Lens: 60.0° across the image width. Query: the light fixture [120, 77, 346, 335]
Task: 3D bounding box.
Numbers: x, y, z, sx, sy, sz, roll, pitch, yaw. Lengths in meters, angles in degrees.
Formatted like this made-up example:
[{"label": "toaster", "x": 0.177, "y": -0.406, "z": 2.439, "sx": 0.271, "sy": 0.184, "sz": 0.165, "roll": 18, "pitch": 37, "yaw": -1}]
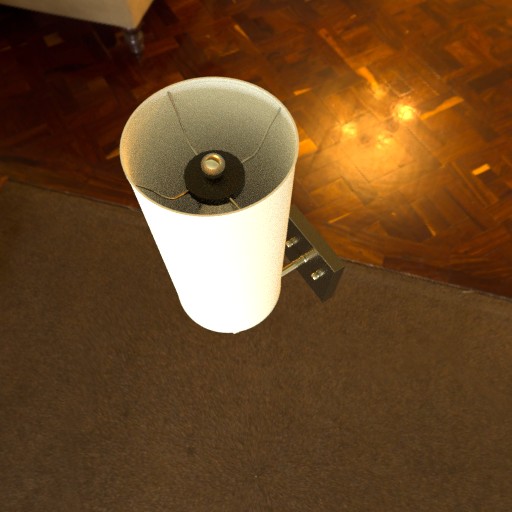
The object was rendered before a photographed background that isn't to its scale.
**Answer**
[{"label": "light fixture", "x": 0.000, "y": 0.000, "z": 0.534, "sx": 0.208, "sy": 0.462, "sz": 0.128, "roll": -31, "pitch": 68, "yaw": -14}]
